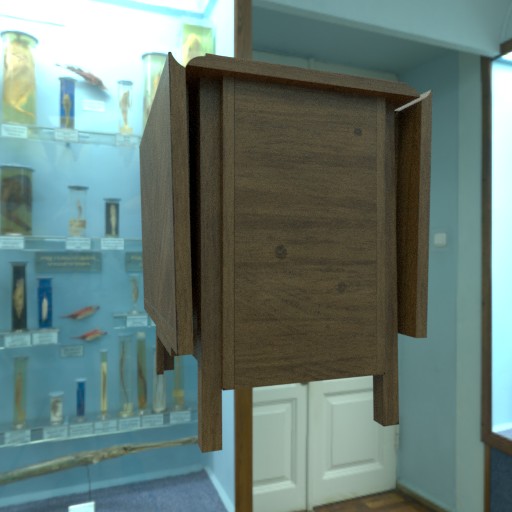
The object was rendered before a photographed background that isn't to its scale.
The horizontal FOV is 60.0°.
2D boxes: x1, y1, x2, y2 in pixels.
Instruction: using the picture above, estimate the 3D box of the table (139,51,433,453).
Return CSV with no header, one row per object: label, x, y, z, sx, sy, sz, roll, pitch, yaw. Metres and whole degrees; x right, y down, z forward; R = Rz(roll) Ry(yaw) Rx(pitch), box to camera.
table,0.000,0.000,1.258,0.591,0.763,0.746,0,0,-19
